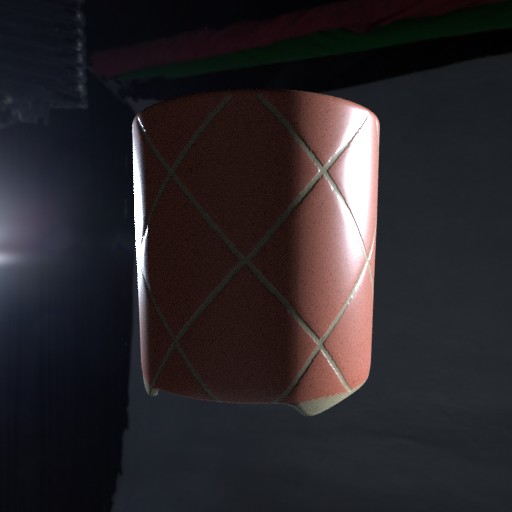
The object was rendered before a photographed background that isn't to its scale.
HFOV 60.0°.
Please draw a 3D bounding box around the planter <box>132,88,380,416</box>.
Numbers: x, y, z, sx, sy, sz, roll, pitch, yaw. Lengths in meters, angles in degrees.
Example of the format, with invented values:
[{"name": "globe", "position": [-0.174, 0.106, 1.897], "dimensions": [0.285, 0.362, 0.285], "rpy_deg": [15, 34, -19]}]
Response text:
[{"name": "planter", "position": [0.000, 0.000, 0.356], "dimensions": [0.191, 0.200, 0.191], "rpy_deg": [0, 1, 0]}]
